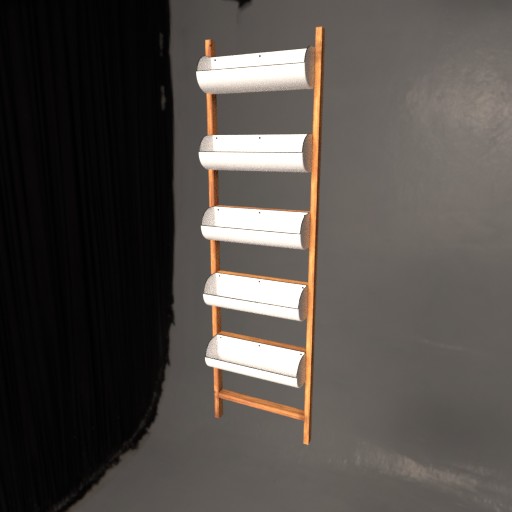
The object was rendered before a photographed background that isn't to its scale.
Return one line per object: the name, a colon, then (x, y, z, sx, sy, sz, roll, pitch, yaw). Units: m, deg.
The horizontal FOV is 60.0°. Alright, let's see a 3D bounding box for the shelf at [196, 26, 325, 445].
shelf: (0.000, 0.000, 1.727, 0.454, 1.600, 0.141, 7, 16, 25)
